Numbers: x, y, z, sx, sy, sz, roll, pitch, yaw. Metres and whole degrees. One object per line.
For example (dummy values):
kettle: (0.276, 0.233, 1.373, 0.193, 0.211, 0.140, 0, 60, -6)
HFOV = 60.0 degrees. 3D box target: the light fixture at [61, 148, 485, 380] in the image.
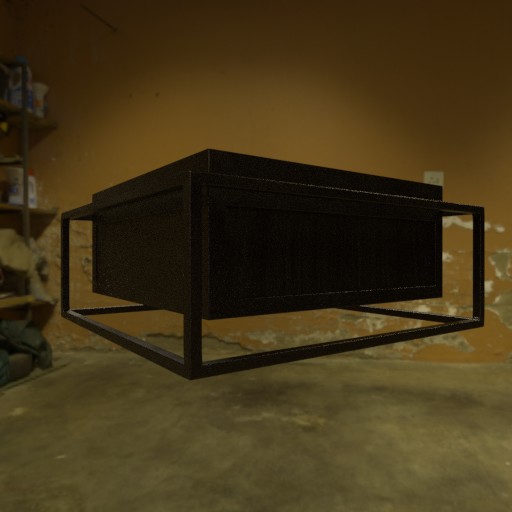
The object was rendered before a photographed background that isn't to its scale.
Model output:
light fixture: (0.000, 0.000, 0.647, 0.441, 0.191, 0.441, 0, 0, -36)
